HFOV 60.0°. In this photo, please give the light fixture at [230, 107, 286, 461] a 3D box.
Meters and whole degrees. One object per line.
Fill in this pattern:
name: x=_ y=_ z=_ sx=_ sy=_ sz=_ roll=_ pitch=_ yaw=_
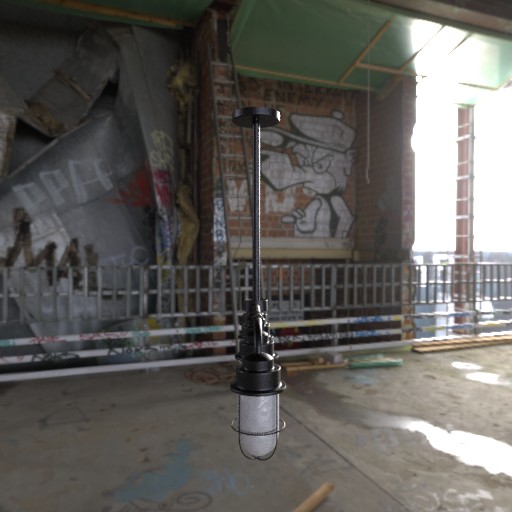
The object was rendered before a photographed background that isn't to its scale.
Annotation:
light fixture: x=0.000 y=0.000 z=1.232 sx=0.131 sy=0.785 sz=0.852 roll=0 pitch=1 yaw=-1
